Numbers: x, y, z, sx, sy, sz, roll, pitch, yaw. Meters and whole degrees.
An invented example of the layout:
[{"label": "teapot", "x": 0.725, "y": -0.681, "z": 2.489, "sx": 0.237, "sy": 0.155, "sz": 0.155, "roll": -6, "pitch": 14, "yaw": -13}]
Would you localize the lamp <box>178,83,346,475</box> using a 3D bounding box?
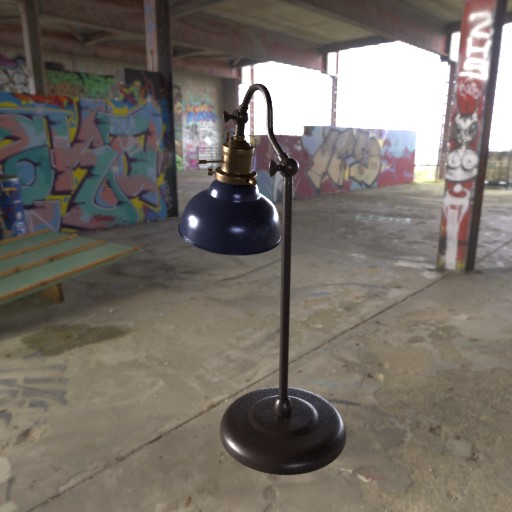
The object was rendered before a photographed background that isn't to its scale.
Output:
[{"label": "lamp", "x": 0.000, "y": 0.000, "z": 0.695, "sx": 0.192, "sy": 0.508, "sz": 0.374, "roll": -7, "pitch": 16, "yaw": -26}]
